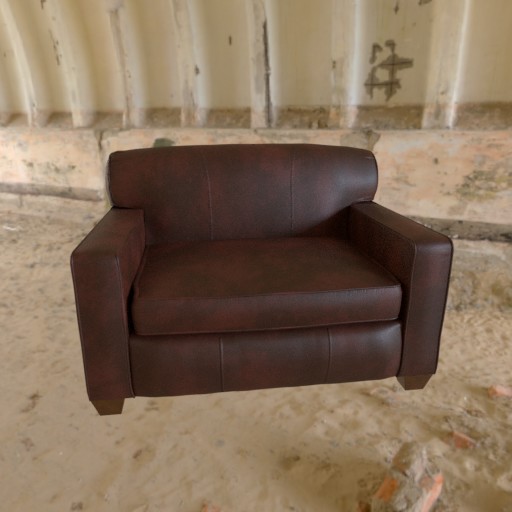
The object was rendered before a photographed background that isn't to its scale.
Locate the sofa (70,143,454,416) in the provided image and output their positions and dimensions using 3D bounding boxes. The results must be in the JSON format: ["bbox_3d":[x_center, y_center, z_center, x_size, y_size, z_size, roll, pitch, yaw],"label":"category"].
[{"bbox_3d":[0.000,0.000,2.027,1.413,0.956,1.000,-2,18,-7],"label":"sofa"}]
